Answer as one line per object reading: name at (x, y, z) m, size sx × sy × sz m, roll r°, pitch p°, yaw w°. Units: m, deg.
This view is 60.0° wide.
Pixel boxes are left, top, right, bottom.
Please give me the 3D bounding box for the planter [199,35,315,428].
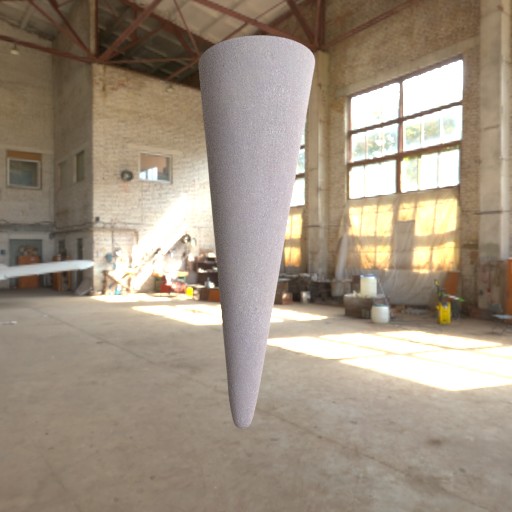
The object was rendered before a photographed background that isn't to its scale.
planter at (0.000, 0.000, 0.302) m, size 0.078 × 0.259 × 0.087 m, roll 0°, pitch 0°, yaw -19°
